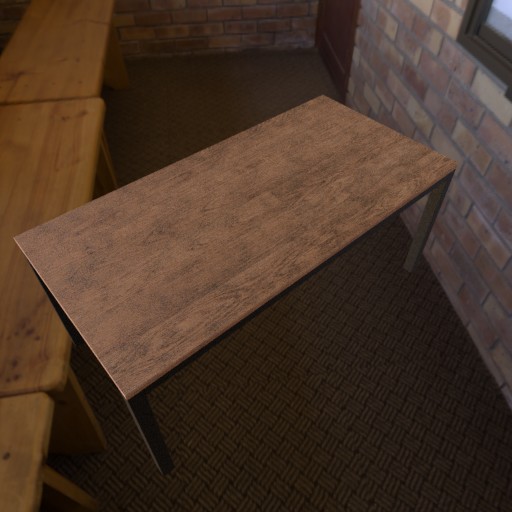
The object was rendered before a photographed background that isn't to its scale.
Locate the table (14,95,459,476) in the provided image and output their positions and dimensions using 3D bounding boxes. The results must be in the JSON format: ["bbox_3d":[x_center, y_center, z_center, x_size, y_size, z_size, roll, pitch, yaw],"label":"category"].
[{"bbox_3d":[0.000,0.000,2.234,1.805,0.767,0.893,-32,55,-26],"label":"table"}]
